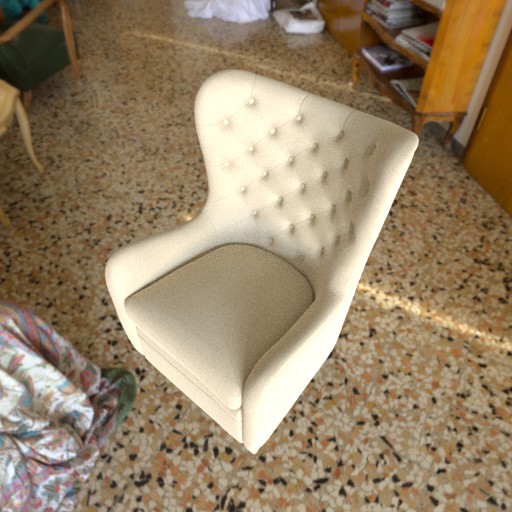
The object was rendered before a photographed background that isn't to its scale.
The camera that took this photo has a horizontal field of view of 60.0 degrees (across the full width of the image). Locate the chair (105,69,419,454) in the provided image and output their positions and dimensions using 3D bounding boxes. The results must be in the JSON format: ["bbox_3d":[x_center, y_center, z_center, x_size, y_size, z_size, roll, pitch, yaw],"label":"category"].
[{"bbox_3d":[0.000,0.000,1.739,0.831,1.079,0.929,32,53,27],"label":"chair"}]
